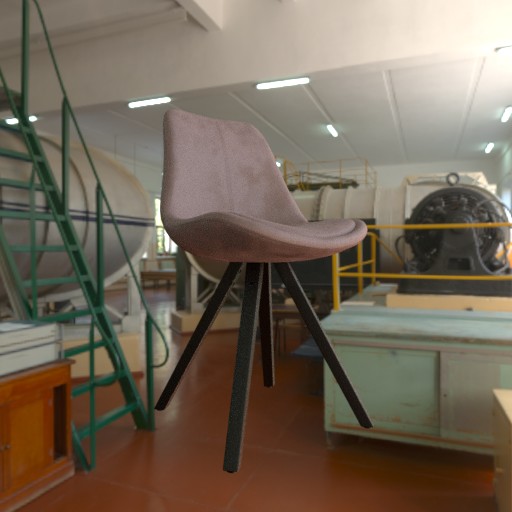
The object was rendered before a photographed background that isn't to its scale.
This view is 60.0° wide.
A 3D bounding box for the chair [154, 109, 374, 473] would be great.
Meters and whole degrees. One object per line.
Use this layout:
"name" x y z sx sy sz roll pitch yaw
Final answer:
"chair" 0.000 0.000 1.181 0.483 0.865 0.547 0 1 -34
